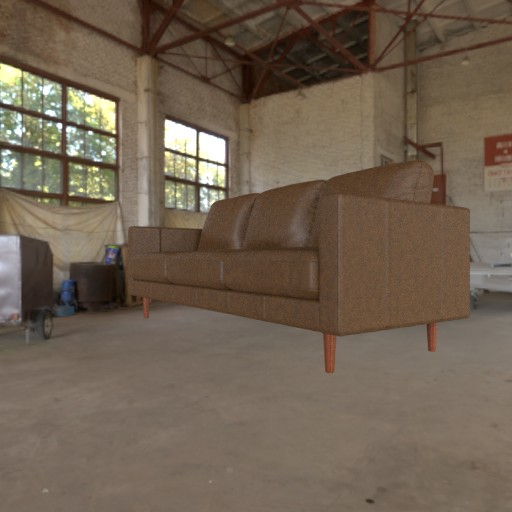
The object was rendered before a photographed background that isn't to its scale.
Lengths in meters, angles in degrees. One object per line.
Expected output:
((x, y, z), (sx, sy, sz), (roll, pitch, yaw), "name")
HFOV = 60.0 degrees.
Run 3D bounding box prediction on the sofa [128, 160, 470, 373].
((0.000, 0.000, 2.739), (0.903, 0.930, 2.231), (0, 0, -35), "sofa")
